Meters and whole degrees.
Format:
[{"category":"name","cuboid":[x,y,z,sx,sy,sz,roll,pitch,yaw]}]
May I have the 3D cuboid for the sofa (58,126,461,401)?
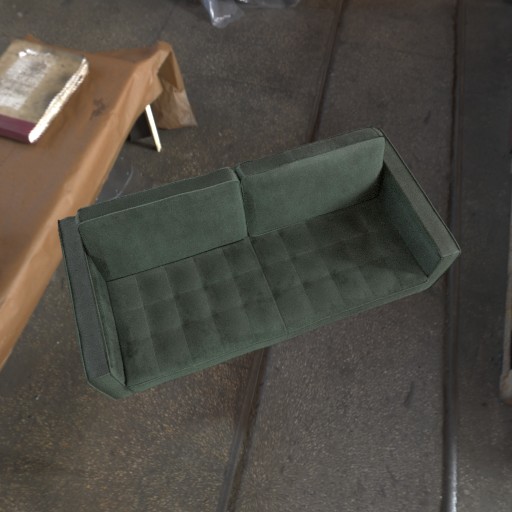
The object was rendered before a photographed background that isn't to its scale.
[{"category":"sofa","cuboid":[0.000,0.000,2.314,1.816,0.781,0.886,-18,64,-9]}]
